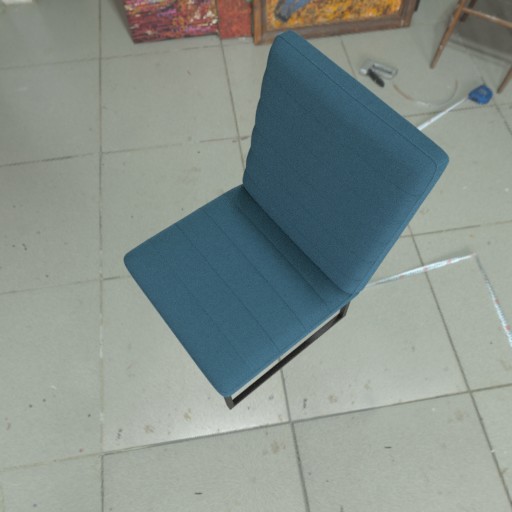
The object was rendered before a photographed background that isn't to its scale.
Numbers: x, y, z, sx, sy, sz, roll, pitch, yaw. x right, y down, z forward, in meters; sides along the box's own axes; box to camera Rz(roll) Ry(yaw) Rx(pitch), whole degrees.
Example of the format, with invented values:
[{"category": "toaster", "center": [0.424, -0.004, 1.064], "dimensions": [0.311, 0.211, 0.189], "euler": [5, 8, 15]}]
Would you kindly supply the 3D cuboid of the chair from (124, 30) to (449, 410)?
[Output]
[{"category": "chair", "center": [0.000, 0.000, 1.295], "dimensions": [0.634, 0.930, 0.520], "euler": [-35, 68, -16]}]
